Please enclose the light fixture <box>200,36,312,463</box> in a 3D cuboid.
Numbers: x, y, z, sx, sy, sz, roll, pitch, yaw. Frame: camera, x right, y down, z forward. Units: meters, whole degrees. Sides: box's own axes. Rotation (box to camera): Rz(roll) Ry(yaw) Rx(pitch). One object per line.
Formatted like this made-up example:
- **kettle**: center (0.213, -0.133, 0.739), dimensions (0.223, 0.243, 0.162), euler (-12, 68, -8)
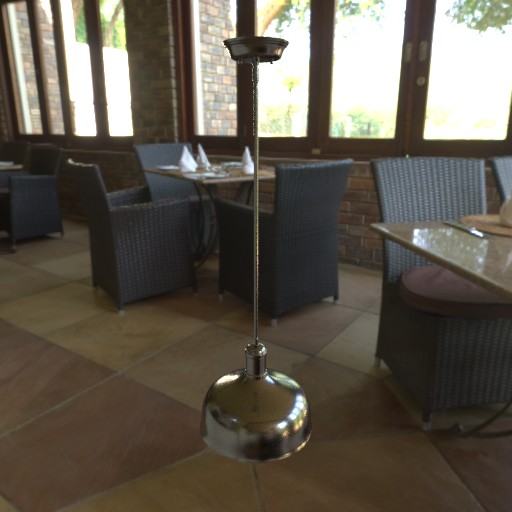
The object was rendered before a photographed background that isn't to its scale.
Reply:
- **light fixture**: center (0.000, 0.000, 1.064), dimensions (0.299, 0.935, 0.299), euler (-2, 16, -6)
